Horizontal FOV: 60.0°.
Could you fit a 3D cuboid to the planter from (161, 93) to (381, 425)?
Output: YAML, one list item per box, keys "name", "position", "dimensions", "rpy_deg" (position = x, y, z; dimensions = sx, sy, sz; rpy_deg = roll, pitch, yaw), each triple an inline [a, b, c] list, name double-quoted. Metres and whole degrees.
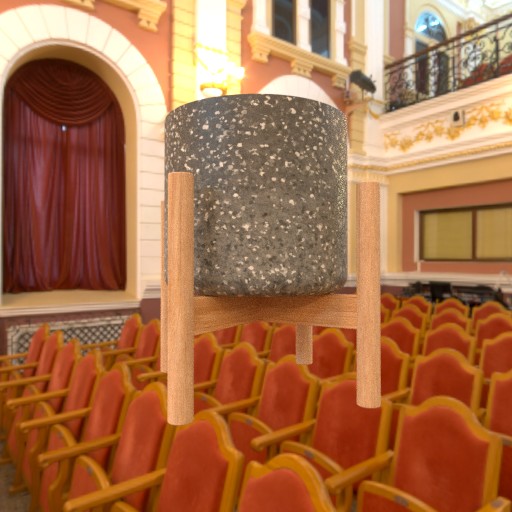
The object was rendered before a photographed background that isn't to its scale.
- name: "planter"
  position: [0.000, 0.000, 0.548]
  dimensions: [0.284, 0.320, 0.284]
  rpy_deg: [0, -1, -36]
